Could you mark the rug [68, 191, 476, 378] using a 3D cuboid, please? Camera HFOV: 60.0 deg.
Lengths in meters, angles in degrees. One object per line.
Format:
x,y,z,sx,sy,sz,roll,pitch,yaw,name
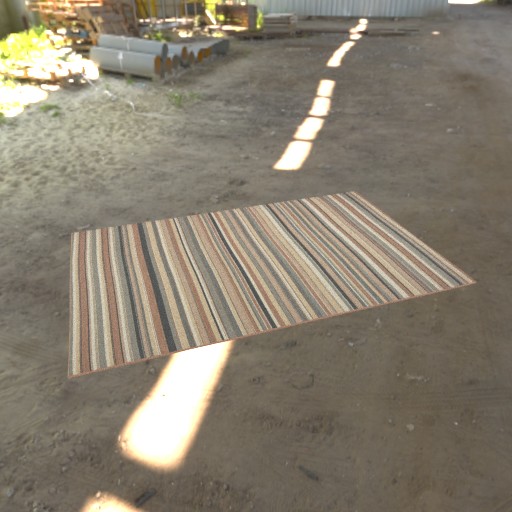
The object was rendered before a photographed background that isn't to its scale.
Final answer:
0.000,0.000,3.081,2.438,0.014,1.523,-10,33,-16,rug
